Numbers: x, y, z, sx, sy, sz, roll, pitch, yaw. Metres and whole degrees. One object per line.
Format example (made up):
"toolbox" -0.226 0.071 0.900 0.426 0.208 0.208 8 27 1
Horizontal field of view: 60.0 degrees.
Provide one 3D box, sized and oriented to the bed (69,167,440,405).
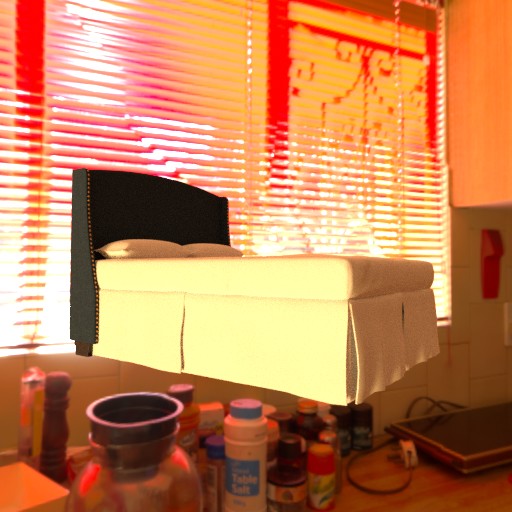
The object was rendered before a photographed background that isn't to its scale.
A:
"bed" 0.000 0.000 3.212 2.223 1.402 1.604 -1 -2 35
